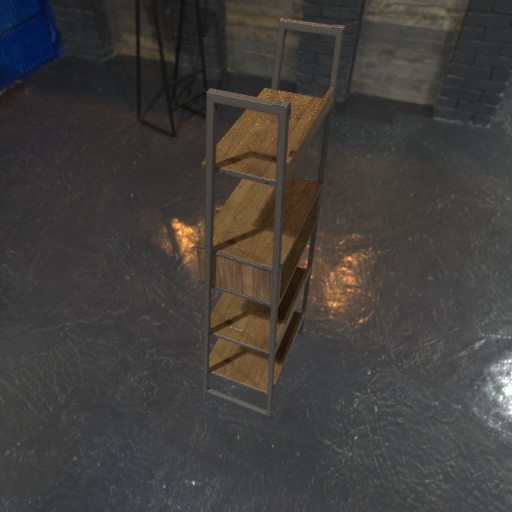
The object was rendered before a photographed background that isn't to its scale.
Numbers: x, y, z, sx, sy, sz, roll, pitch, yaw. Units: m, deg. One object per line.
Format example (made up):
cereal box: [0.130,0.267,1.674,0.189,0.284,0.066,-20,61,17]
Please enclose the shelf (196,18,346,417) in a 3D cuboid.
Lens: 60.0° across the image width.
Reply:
shelf: [0.000,0.000,2.205,0.454,2.005,0.652,16,49,15]
